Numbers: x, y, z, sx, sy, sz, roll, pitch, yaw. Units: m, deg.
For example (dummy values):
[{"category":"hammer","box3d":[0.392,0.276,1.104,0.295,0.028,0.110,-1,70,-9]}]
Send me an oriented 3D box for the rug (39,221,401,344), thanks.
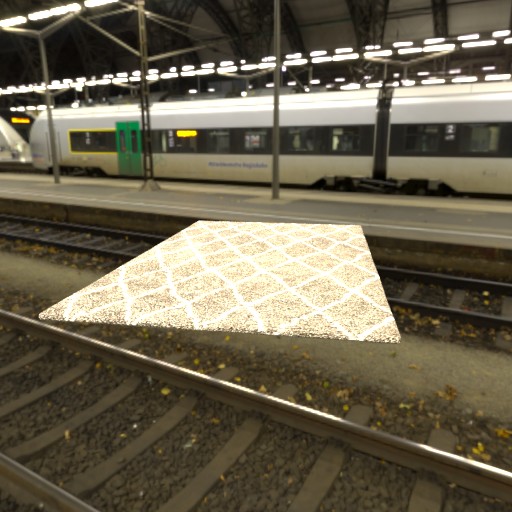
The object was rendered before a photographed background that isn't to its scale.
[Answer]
[{"category":"rug","box3d":[0.000,0.000,2.967,1.524,0.030,2.438,2,14,9]}]
